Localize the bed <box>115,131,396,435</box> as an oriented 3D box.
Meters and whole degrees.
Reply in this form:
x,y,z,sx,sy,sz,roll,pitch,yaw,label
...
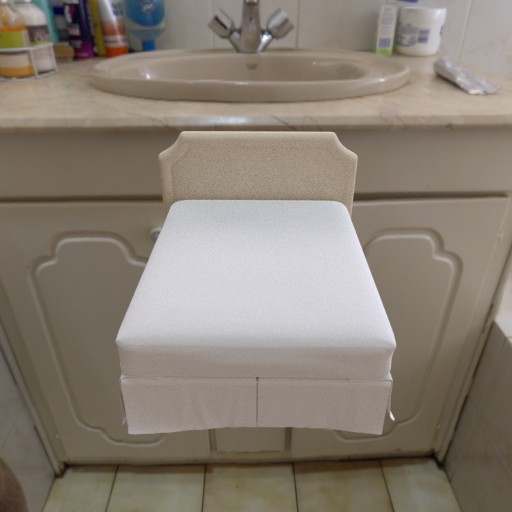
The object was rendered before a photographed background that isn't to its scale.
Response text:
x,y,z,sx,sy,sz,roll,pitch,yaw,label
0.000,0.000,3.367,1.827,1.296,2.209,0,31,1,bed
